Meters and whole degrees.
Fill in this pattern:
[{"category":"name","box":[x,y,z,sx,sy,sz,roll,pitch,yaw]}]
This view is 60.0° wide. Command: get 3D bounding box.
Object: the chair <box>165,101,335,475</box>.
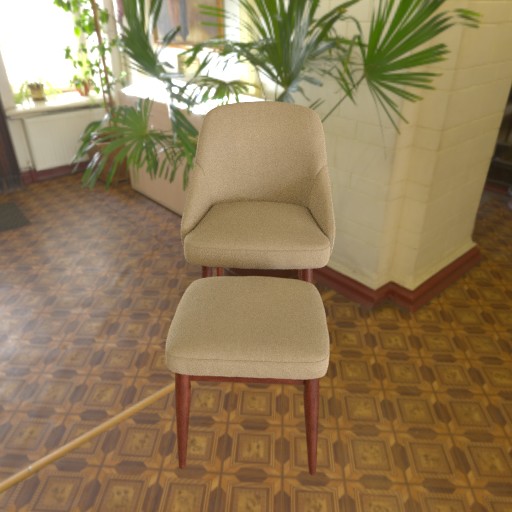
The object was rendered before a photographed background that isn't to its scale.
[{"category":"chair","box":[0.000,0.000,1.594,0.584,0.866,1.114,1,30,2]}]
